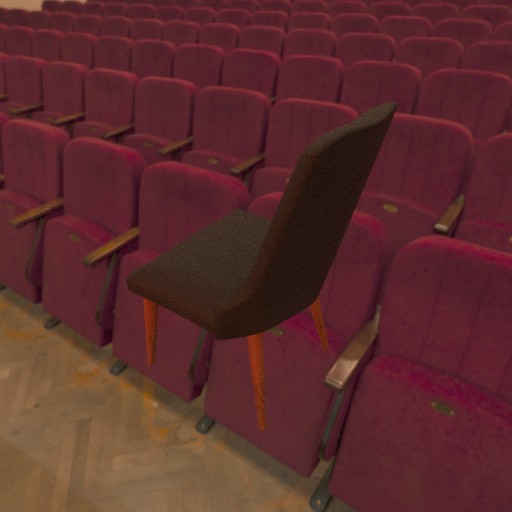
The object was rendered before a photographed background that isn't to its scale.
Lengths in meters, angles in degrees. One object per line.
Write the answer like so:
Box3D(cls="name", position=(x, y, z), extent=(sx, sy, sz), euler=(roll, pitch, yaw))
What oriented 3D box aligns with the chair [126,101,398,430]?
Box3D(cls="chair", position=(0.000, 0.000, 1.169), extent=(0.567, 0.820, 0.504), euler=(21, 39, 29))
